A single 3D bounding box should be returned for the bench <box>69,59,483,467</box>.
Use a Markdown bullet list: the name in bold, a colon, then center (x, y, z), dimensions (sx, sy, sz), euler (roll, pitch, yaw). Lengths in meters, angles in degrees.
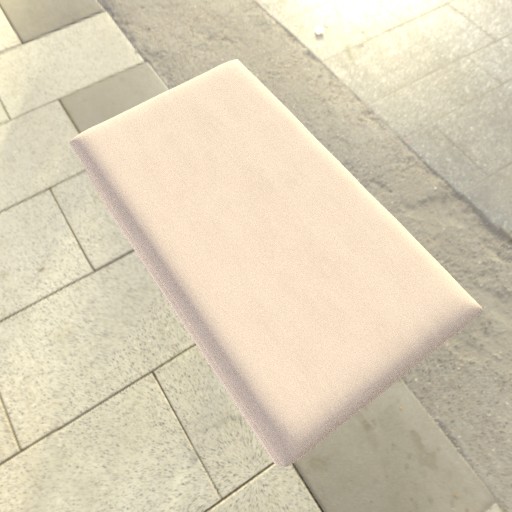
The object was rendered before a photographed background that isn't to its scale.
- **bench**: center (0.000, 0.000, 1.158), dimensions (0.500, 0.449, 0.887), euler (-32, 68, -15)
